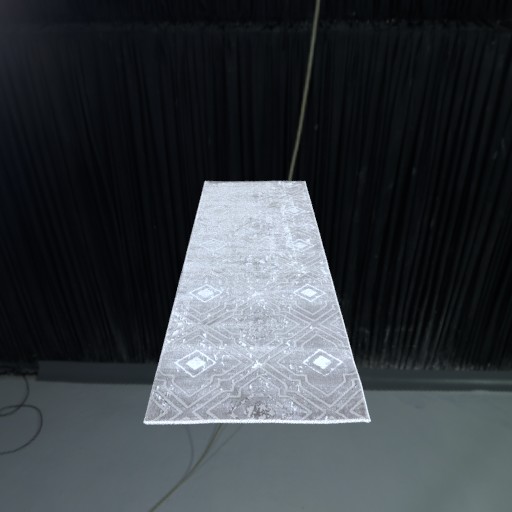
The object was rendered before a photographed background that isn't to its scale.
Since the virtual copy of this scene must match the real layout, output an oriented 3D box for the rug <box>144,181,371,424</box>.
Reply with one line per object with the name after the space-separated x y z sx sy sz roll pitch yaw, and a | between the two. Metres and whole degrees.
0.000 0.000 2.636 0.832 0.035 2.381 0 31 0 | rug
